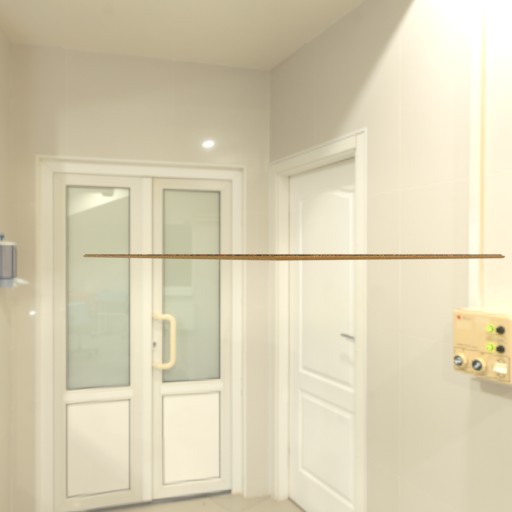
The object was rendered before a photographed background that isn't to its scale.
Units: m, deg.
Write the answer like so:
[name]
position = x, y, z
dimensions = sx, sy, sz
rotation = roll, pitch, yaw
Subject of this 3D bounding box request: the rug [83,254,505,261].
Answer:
[rug]
position = 0.000, 0.000, 1.036
dimensions = 0.557, 0.008, 0.863
rotation = 0, 0, -36
